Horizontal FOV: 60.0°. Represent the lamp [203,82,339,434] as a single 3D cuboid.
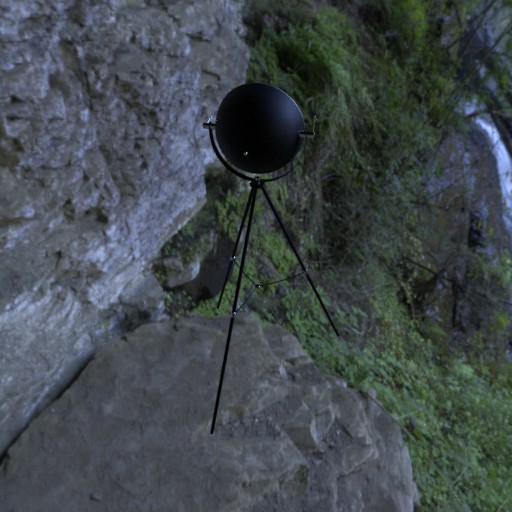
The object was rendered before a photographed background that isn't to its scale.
[{"bbox_3d":[0.000,0.000,2.082,0.817,1.512,0.920,9,33,14],"label":"lamp"}]
